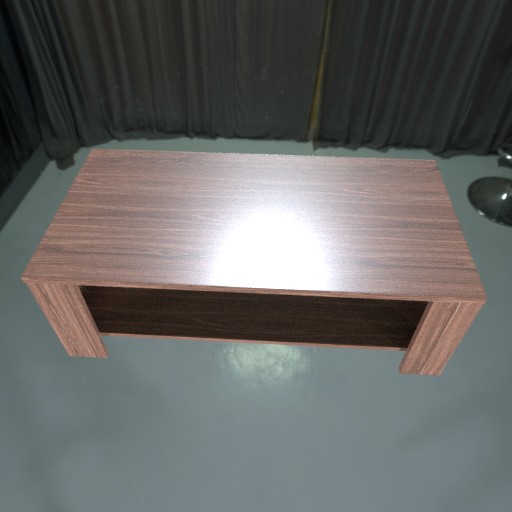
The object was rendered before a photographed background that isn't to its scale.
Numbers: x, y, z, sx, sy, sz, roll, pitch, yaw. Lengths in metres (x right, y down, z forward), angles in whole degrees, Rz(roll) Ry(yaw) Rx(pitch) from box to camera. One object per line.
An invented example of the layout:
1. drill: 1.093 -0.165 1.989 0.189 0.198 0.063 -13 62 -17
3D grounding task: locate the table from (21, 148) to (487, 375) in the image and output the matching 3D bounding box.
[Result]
1. table: 0.000 0.000 1.488 1.200 0.400 0.600 2 47 2
